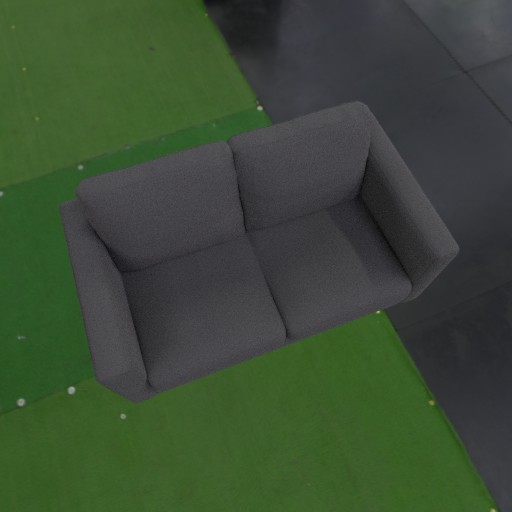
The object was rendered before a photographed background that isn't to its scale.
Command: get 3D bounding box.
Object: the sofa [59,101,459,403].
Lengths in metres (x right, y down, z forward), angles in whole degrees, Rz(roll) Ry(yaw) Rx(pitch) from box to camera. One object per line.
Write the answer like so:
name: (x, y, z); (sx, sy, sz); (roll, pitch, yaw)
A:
sofa: (0.000, 0.000, 1.955); (1.430, 0.908, 0.796); (-19, 66, -9)
